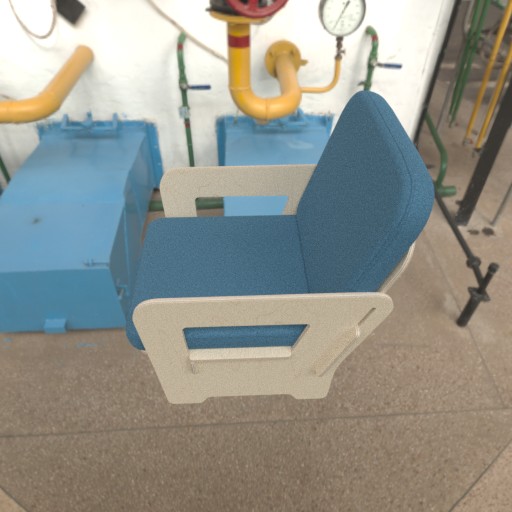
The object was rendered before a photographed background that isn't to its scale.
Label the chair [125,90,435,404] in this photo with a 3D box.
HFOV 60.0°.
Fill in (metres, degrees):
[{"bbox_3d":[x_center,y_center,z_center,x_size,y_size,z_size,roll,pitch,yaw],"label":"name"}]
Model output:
[{"bbox_3d":[0.000,0.000,1.195,0.657,0.747,0.547,-2,43,-2],"label":"chair"}]
